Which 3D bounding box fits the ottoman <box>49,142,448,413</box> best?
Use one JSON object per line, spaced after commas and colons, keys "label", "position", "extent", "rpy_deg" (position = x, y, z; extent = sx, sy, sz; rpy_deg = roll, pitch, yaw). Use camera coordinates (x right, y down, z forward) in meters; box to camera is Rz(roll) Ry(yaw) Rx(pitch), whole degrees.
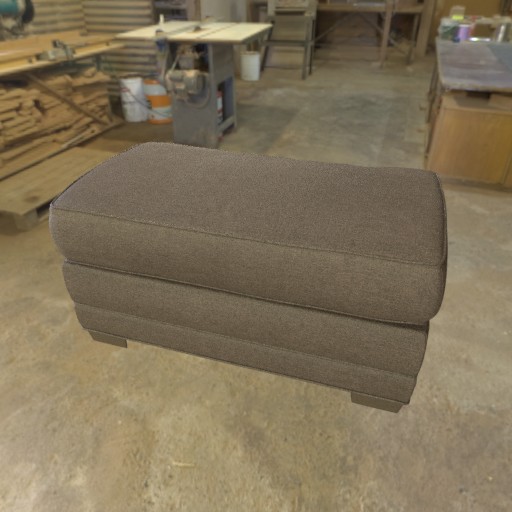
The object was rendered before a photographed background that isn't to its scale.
{"label": "ottoman", "position": [0.000, 0.000, 1.153], "extent": [0.864, 0.448, 0.490], "rpy_deg": [10, 34, 15]}
